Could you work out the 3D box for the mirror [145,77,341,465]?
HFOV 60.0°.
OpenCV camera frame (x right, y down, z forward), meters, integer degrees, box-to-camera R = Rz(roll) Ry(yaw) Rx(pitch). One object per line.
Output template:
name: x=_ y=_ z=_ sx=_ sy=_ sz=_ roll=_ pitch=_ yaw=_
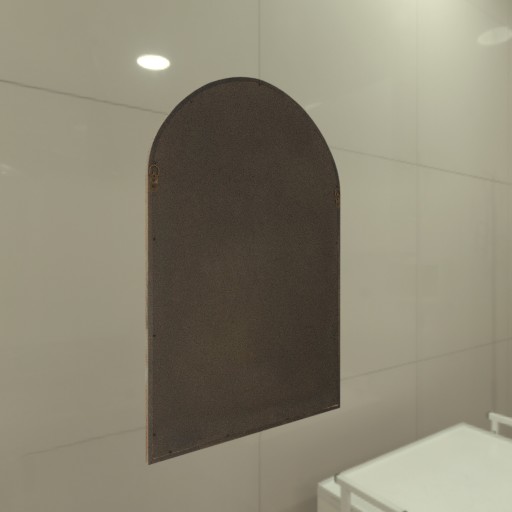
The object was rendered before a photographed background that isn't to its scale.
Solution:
mirror: x=0.000 y=0.000 z=1.162 sx=0.609 sy=0.915 sz=0.032 roll=0 pitch=0 yaw=-37
